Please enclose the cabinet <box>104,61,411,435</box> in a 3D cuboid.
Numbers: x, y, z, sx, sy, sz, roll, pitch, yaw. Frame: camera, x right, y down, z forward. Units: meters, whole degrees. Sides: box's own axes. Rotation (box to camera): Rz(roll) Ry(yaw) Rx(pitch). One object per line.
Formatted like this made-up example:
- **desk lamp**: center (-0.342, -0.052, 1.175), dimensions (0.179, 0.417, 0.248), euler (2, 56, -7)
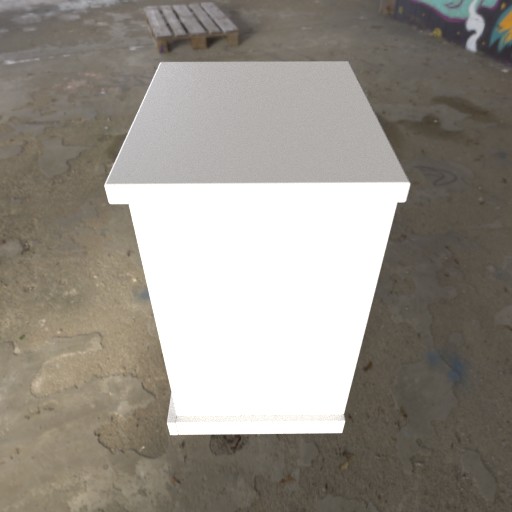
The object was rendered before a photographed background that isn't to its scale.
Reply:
- **cabinet**: center (0.000, 0.000, 1.051), dimensions (0.431, 0.723, 0.520), euler (0, 41, 0)
